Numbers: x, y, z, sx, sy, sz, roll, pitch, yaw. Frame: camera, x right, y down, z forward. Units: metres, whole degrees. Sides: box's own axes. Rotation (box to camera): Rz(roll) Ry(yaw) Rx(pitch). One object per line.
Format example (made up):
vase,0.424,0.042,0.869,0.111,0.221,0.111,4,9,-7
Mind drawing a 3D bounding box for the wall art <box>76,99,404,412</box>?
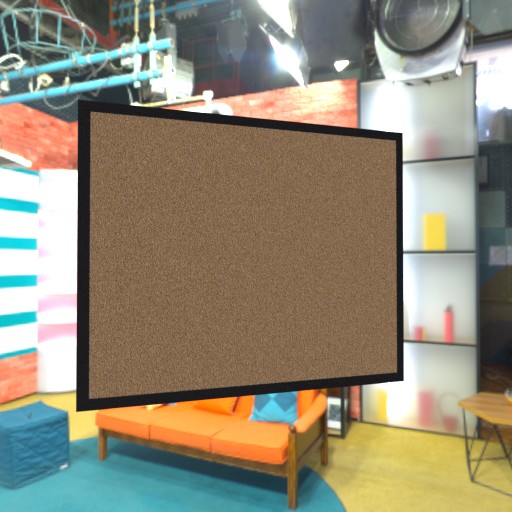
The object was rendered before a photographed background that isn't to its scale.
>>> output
wall art,0.000,0.000,0.741,0.554,0.454,0.030,0,-1,-17
